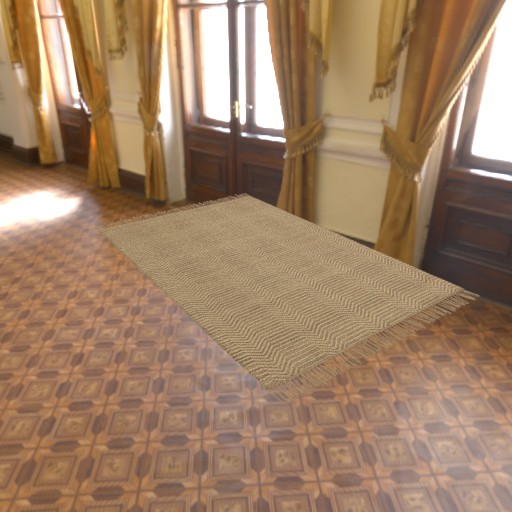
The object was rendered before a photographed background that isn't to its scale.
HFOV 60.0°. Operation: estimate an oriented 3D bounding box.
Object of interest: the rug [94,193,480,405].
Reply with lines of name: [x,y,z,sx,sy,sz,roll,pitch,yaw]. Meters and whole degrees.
rug: [0.000,0.000,3.175,1.528,0.034,2.523,-17,31,-32]
